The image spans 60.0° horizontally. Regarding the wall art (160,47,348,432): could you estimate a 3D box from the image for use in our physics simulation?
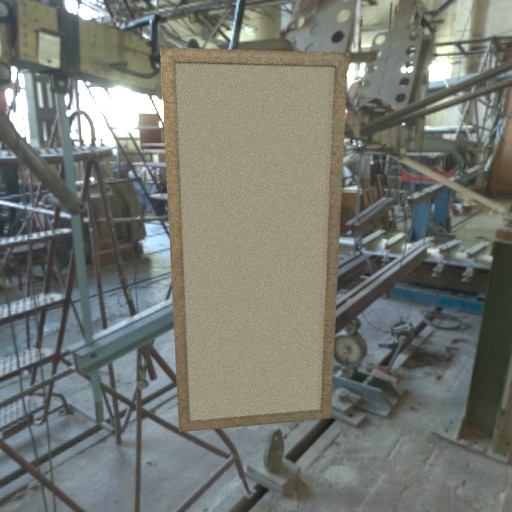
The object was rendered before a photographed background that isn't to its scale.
[{"bbox_3d":[0.000,0.000,1.714,0.648,1.461,0.051,-2,14,-8],"label":"wall art"}]
